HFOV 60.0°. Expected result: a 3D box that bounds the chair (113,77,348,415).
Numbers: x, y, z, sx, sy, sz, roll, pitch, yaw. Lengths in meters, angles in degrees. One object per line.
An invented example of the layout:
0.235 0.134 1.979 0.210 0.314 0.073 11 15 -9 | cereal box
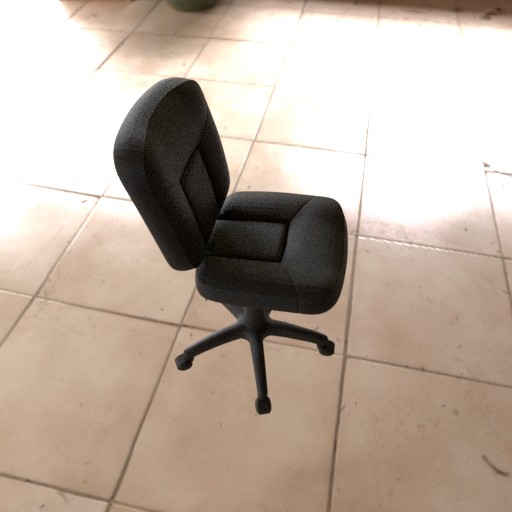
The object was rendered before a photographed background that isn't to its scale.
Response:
0.000 0.000 1.380 0.610 0.972 0.610 9 49 8 | chair
